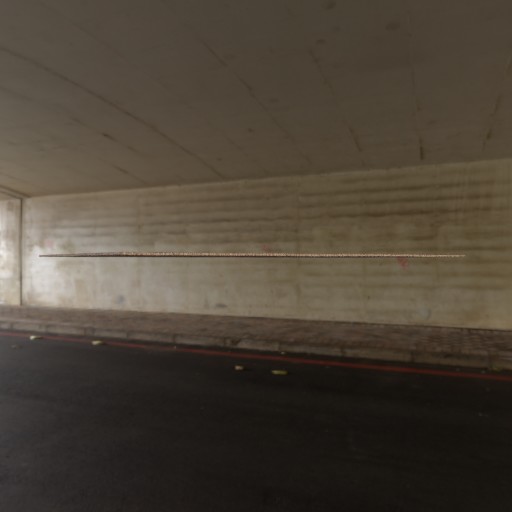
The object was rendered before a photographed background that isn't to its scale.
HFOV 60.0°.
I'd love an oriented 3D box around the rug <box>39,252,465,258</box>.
[{"bbox_3d":[0.000,0.000,2.298,1.840,0.013,1.225,0,-1,-36],"label":"rug"}]
